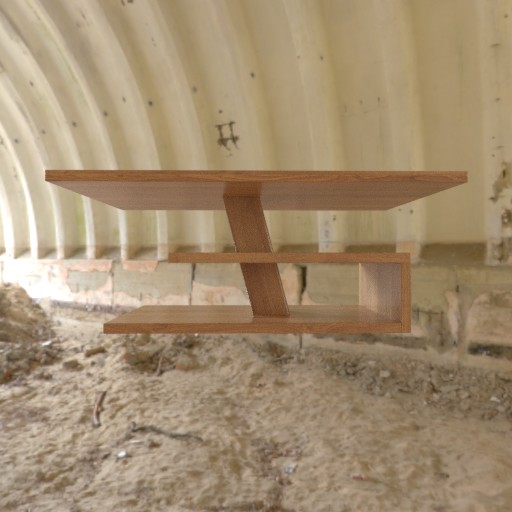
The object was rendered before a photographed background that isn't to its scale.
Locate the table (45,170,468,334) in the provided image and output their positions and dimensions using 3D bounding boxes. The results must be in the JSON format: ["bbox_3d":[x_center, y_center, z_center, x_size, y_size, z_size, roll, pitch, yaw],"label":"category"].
[{"bbox_3d":[0.000,0.000,1.500,1.100,0.442,0.700,0,0,-1],"label":"table"}]
